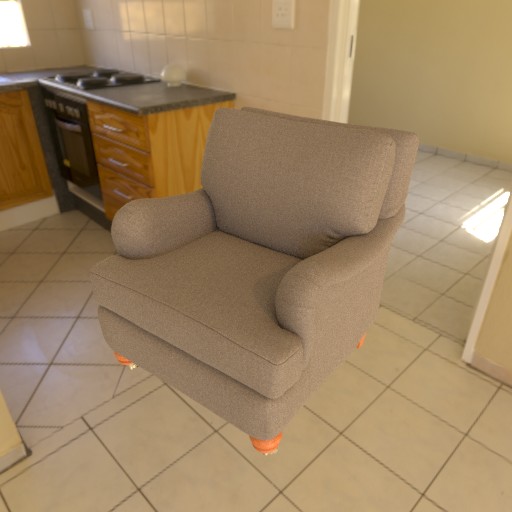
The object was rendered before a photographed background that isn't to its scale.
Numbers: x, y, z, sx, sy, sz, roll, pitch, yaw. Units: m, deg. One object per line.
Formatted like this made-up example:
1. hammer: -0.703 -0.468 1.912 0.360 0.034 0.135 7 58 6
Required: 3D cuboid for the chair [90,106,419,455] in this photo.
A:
1. chair: 0.000 0.000 1.866 0.955 1.038 1.070 20 36 31
